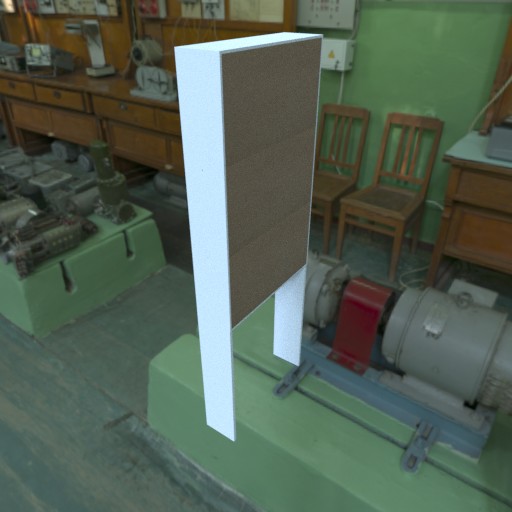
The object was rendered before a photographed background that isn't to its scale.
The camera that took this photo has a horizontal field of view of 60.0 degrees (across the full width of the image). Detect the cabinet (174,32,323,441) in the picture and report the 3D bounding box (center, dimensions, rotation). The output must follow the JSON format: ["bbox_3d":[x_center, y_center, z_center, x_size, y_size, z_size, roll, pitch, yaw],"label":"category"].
[{"bbox_3d":[0.000,0.000,2.012,0.192,1.770,0.643,20,36,29],"label":"cabinet"}]
